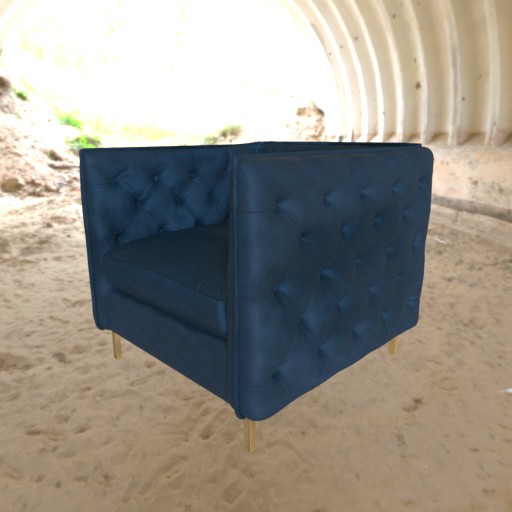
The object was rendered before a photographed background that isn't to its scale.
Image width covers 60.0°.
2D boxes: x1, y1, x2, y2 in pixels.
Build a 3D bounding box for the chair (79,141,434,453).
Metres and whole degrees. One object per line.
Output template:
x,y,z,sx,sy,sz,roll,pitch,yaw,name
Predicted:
0.000,0.000,1.553,0.877,0.771,0.868,-15,21,-43,chair
